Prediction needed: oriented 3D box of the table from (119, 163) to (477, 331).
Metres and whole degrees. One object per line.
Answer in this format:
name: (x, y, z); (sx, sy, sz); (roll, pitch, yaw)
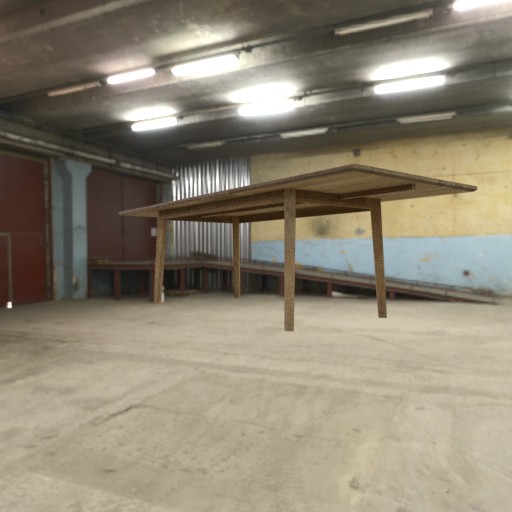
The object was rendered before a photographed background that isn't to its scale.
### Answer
table: (0.000, 0.000, 3.109); (1.000, 0.752, 2.603); (0, 0, -37)
